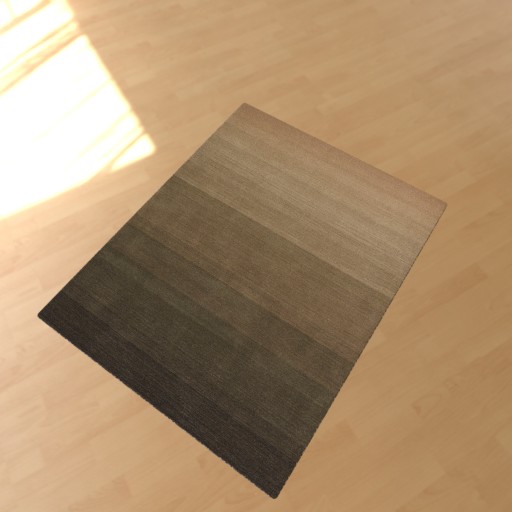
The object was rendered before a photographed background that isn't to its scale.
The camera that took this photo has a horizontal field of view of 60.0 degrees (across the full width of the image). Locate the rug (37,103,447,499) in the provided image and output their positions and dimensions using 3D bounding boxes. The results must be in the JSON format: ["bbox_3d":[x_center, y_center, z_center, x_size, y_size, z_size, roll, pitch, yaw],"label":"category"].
[{"bbox_3d":[0.000,0.000,3.815,2.306,0.017,2.902,31,66,16],"label":"rug"}]
